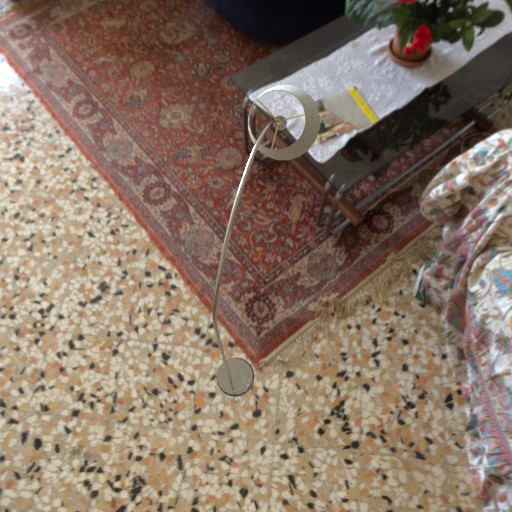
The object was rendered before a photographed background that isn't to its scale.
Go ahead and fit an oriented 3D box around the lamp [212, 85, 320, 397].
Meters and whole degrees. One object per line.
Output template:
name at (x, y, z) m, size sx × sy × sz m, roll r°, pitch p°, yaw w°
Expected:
lamp at (0.000, 0.000, 2.754) m, size 0.406 × 2.098 × 1.445 m, roll 14°, pitch 65°, yaw 7°
